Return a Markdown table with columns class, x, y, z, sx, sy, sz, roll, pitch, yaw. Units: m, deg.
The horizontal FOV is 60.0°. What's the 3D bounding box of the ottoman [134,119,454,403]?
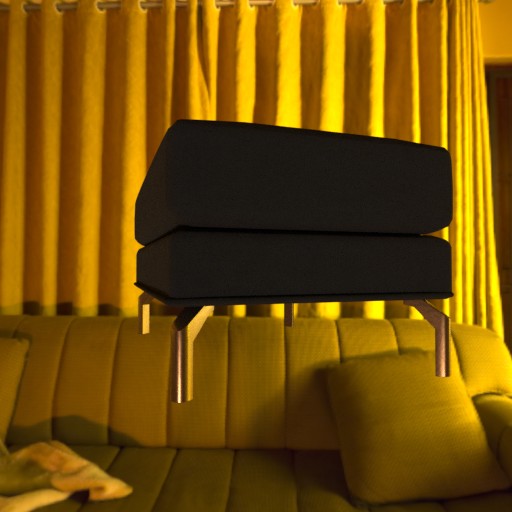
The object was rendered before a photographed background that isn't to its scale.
| class | x | y | z | sx | sy | sz | roll | pitch | yaw |
| --- | --- | --- | --- | --- | --- | --- | --- | --- | --- |
| ottoman | 0.000 | 0.000 | 1.188 | 0.587 | 0.498 | 0.835 | 0 | -1 | -19 |
